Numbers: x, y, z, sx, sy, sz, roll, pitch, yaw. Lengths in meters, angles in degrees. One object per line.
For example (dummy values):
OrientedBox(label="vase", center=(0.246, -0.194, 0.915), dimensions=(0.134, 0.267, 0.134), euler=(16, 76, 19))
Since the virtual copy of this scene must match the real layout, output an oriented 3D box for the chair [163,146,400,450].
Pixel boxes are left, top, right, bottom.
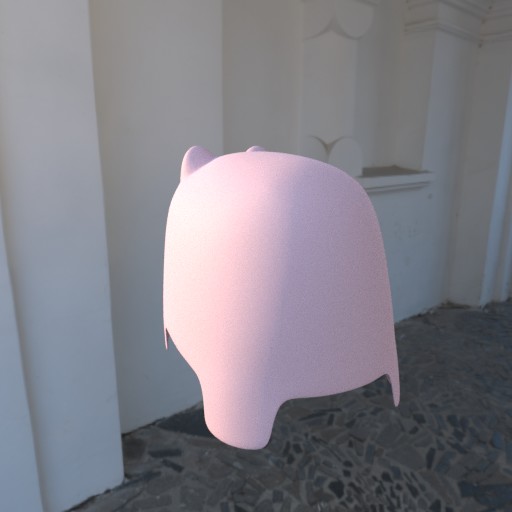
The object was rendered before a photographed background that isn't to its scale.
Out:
OrientedBox(label="chair", center=(0.000, 0.000, 0.875), dimensions=(0.364, 0.423, 0.619), euler=(-6, 15, -24))
